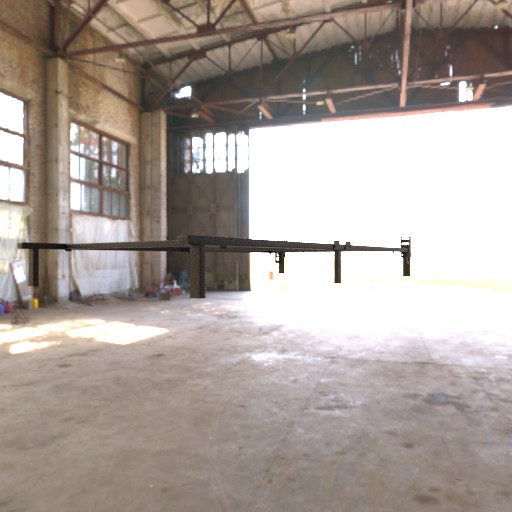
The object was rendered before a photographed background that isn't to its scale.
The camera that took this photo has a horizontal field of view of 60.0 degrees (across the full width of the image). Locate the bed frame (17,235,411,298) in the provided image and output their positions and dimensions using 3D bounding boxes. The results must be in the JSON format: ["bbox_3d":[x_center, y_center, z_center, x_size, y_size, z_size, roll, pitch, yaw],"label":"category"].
[{"bbox_3d":[0.000,0.000,2.237,0.968,0.248,1.897,0,0,37],"label":"bed frame"}]
